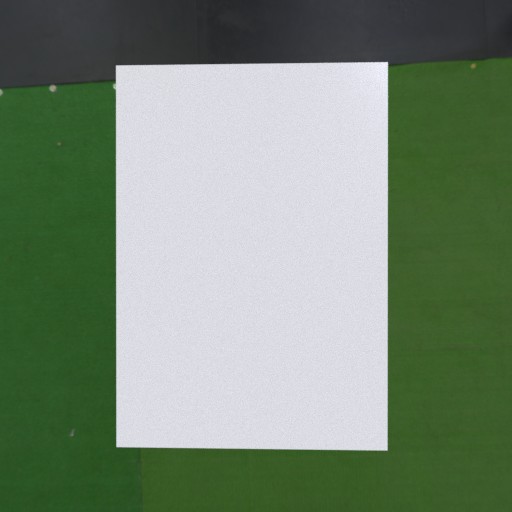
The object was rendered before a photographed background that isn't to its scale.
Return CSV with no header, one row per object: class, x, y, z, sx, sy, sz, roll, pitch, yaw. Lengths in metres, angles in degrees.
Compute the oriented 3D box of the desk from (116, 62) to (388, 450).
desk,0.000,0.000,1.317,0.573,0.766,0.811,0,90,2
